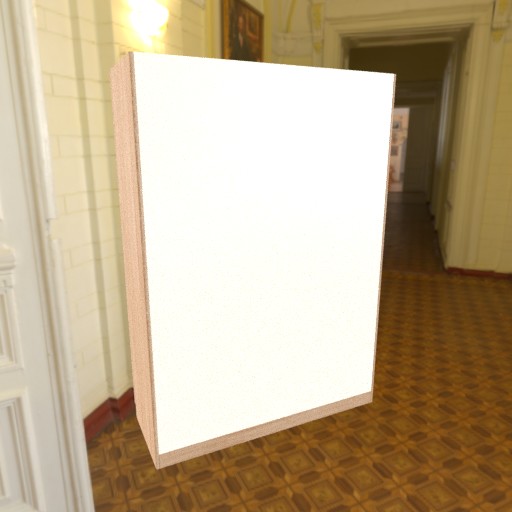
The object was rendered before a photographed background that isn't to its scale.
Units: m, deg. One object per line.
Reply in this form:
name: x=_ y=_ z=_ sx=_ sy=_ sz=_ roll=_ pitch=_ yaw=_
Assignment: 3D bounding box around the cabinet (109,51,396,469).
cabinet: x=0.000 y=0.000 z=2.741 sx=1.500 sy=2.120 sz=0.590 roll=-7 pitch=16 yaw=-25
